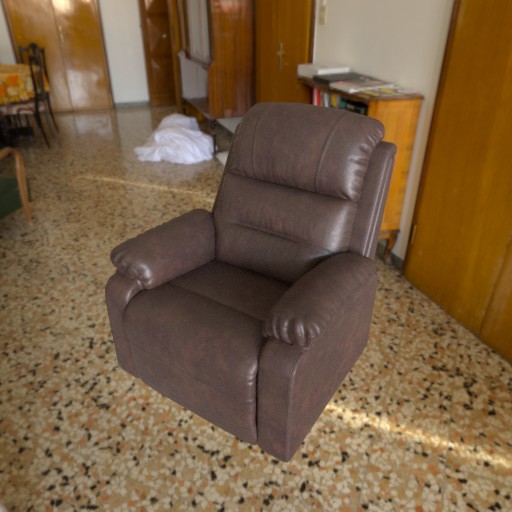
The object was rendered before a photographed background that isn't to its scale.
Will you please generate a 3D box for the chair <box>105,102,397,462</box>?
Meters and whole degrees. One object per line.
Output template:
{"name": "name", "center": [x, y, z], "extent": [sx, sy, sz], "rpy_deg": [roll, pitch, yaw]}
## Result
{"name": "chair", "center": [0.000, 0.000, 1.685], "extent": [0.855, 0.992, 0.919], "rpy_deg": [18, 35, 29]}
